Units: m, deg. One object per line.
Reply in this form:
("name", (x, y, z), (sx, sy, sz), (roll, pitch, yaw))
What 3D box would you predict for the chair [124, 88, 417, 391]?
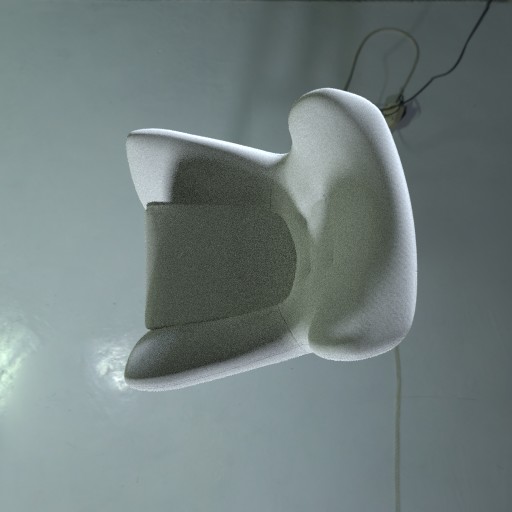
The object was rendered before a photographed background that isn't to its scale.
("chair", (0.000, 0.000, 1.617), (0.889, 0.889, 0.890), (-4, 76, -1))
